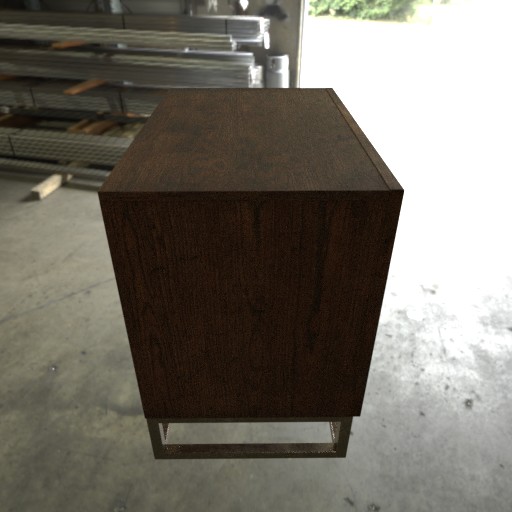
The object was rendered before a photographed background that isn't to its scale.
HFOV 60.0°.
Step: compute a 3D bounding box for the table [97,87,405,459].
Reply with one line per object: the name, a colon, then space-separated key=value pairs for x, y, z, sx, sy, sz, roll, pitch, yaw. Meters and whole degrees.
table: x=0.000 y=0.000 z=1.248 sx=0.542 sy=0.746 sz=0.767 roll=0 pitch=33 yaw=0
